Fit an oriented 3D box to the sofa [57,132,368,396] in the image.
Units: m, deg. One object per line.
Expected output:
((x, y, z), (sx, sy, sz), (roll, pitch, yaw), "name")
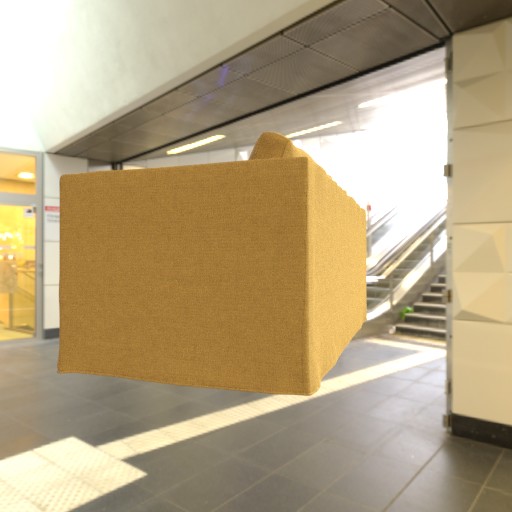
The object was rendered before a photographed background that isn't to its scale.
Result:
((0.000, 0.000, 2.250), (0.956, 0.828, 1.766), (0, 0, 19), "sofa")
